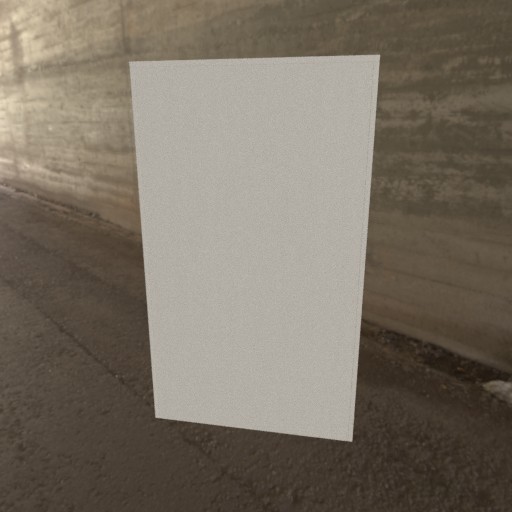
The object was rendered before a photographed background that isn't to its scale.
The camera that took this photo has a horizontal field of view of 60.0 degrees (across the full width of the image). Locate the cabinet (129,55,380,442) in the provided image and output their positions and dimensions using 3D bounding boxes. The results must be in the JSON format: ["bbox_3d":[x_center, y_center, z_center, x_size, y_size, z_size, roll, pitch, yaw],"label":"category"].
[{"bbox_3d":[0.000,0.000,1.598,0.750,1.280,0.250,3,17,10],"label":"cabinet"}]
